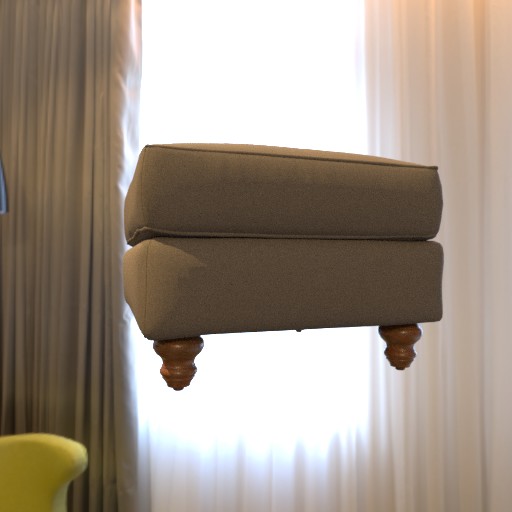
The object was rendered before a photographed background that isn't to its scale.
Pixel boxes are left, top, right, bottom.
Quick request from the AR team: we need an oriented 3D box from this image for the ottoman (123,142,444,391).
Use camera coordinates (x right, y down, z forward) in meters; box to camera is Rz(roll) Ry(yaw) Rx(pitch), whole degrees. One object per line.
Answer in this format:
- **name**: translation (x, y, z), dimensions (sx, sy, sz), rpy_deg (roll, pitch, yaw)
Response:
- **ottoman**: translation (0.000, 0.000, 1.167), dimensions (0.662, 0.505, 0.721), rpy_deg (0, -1, -19)
